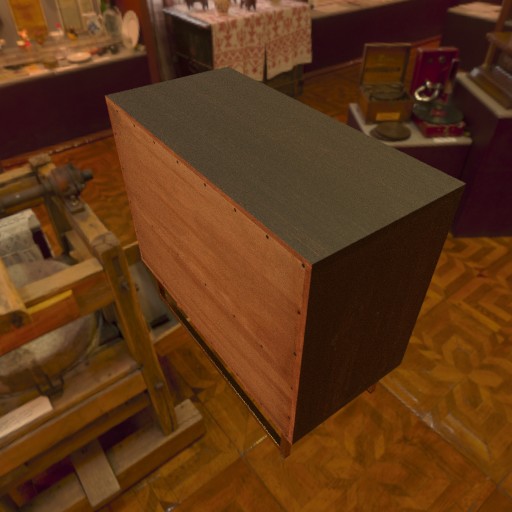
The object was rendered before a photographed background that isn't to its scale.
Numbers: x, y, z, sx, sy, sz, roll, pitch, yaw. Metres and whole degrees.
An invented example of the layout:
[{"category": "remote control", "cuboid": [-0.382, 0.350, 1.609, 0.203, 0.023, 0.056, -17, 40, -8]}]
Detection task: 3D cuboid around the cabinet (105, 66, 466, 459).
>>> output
[{"category": "cabinet", "cuboid": [0.000, 0.000, 1.445, 0.451, 0.860, 0.950, -26, 47, -26]}]
